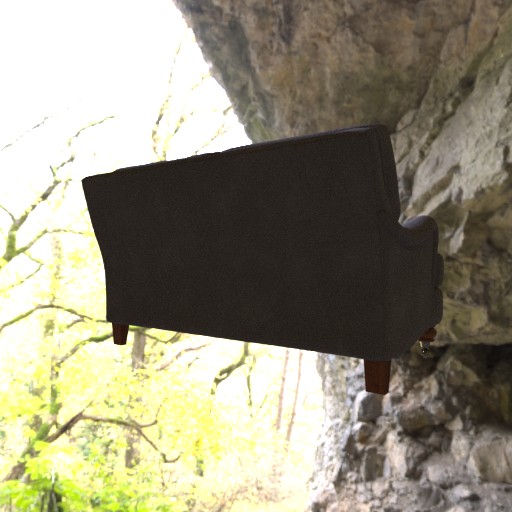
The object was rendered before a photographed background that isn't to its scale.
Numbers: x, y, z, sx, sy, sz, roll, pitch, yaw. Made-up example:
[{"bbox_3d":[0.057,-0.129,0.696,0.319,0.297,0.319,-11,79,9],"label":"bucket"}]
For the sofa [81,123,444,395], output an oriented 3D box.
[{"bbox_3d":[0.000,0.000,2.525,1.853,1.101,1.084,0,0,36],"label":"sofa"}]
